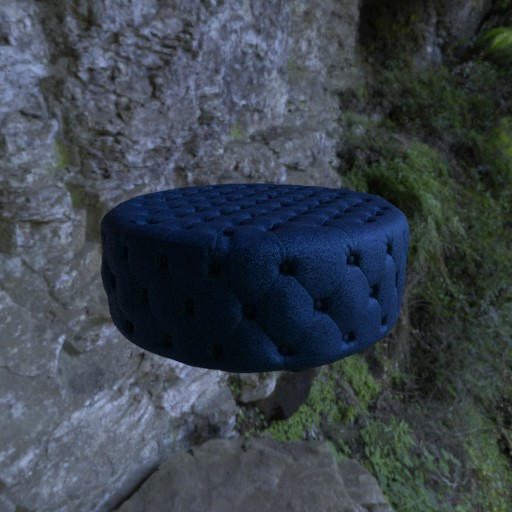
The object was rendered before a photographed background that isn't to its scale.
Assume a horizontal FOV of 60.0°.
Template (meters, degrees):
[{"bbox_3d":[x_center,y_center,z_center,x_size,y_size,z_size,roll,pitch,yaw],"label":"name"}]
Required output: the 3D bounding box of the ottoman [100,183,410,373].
[{"bbox_3d":[0.000,0.000,1.530,0.998,0.398,0.998,0,17,0],"label":"ottoman"}]
